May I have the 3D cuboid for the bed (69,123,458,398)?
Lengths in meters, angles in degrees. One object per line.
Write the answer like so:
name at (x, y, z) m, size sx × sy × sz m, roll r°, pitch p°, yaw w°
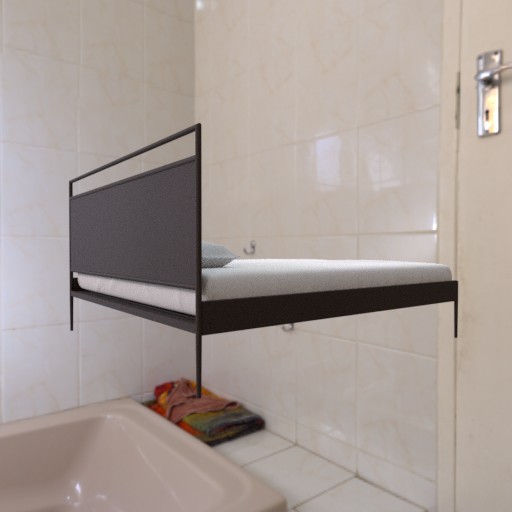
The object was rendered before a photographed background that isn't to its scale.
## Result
bed at (0.000, 0.000, 3.323) m, size 2.151 × 1.173 × 1.993 m, roll -1°, pitch 1°, yaw -37°
